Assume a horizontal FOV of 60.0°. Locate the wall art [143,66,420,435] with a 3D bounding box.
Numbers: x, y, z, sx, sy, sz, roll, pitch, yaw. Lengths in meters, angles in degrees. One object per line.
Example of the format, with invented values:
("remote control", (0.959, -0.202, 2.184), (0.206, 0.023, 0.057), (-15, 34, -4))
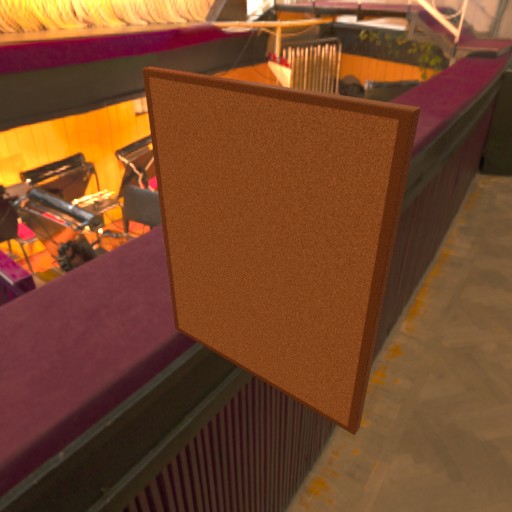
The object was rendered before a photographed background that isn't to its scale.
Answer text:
("wall art", (0.000, 0.000, 0.515), (0.310, 0.379, 0.015), (22, 38, 32))
